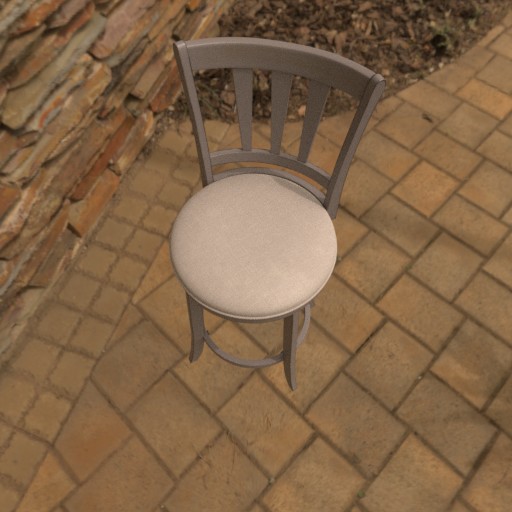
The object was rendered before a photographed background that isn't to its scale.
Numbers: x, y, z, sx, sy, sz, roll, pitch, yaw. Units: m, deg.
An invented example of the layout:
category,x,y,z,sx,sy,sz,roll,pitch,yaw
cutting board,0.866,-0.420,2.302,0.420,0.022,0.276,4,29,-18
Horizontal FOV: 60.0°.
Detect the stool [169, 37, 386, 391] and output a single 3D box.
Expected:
category,x,y,z,sx,sy,sz,roll,pitch,yaw
stool,0.000,0.000,1.232,0.436,1.023,0.475,13,60,8
